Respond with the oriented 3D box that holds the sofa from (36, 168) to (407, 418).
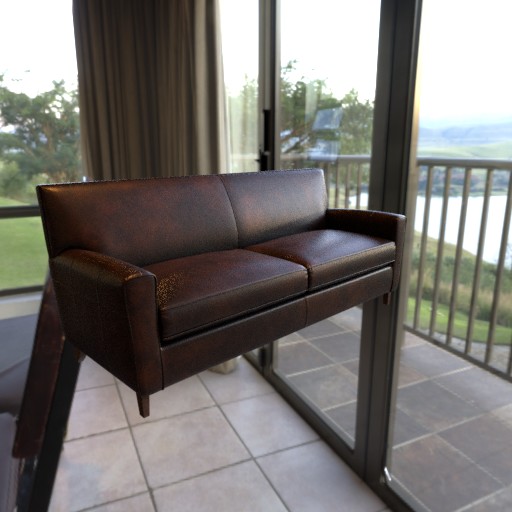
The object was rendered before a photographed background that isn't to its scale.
[{"bbox_3d":[0.000,0.000,2.477,1.995,0.871,0.786,-13,19,-42],"label":"sofa"}]
